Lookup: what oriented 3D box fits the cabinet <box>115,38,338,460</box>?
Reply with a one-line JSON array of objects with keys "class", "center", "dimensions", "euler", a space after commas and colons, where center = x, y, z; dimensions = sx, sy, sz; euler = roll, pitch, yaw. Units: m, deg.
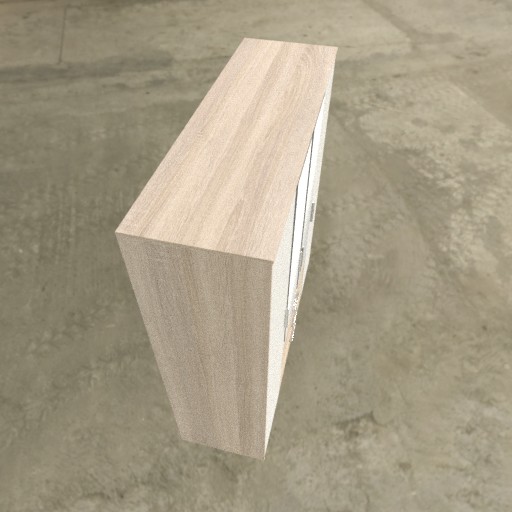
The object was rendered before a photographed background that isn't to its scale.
[{"class": "cabinet", "center": [0.000, 0.000, 2.973], "dimensions": [0.620, 2.060, 1.870], "euler": [10, 48, 9]}]
